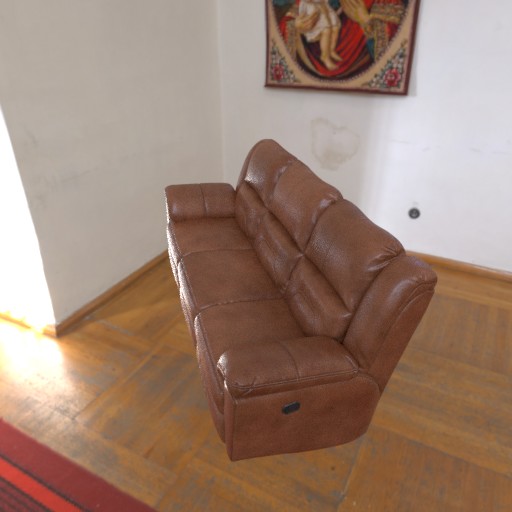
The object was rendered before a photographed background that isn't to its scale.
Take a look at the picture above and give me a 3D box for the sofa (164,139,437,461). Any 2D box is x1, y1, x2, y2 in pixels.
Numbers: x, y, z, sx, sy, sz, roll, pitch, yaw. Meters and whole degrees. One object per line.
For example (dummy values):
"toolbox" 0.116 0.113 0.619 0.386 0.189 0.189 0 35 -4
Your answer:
"sofa" 0.000 0.000 2.881 0.991 1.043 2.337 -9 31 -14
